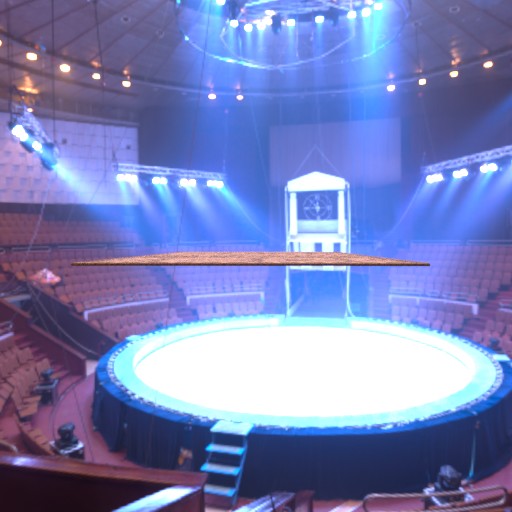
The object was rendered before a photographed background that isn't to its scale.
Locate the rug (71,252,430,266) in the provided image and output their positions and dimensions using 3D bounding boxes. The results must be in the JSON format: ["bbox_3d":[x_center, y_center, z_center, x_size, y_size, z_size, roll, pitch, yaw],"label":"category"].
[{"bbox_3d":[0.000,0.000,3.096,1.526,0.012,2.444,0,2,1],"label":"rug"}]
